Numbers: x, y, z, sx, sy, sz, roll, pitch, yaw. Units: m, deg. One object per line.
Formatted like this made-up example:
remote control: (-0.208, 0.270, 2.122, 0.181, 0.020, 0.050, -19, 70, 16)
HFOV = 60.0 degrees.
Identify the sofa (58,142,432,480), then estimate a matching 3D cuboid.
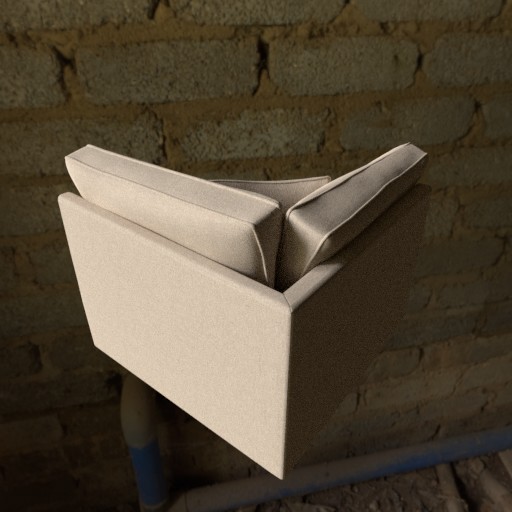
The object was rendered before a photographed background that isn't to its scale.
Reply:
sofa: (0.000, 0.000, 1.831, 1.042, 0.937, 1.050, 22, 37, 32)
